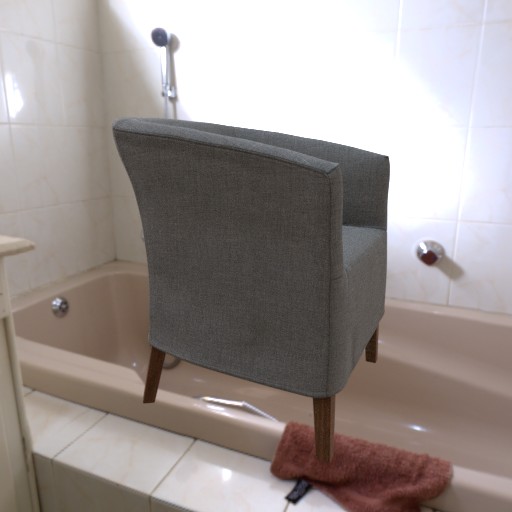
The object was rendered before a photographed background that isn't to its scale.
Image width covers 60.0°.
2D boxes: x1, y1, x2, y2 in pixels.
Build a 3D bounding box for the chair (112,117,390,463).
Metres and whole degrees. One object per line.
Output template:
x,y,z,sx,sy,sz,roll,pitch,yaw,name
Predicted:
0.000,0.000,1.279,0.668,0.771,0.600,7,16,25,chair
